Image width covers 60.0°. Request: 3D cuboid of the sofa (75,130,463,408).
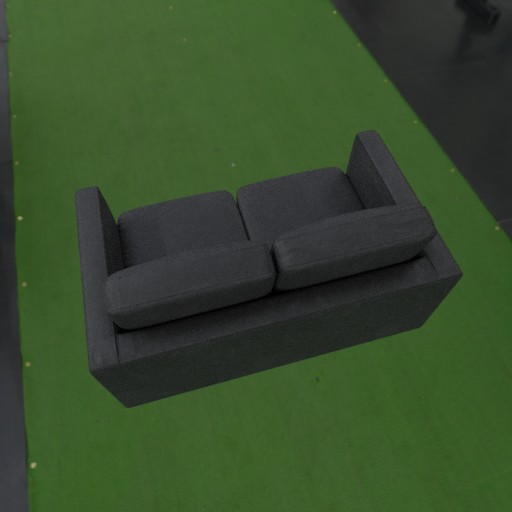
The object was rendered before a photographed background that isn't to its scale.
[{"bbox_3d":[0.000,0.000,2.032,1.430,0.899,0.879,-13,59,-8],"label":"sofa"}]
